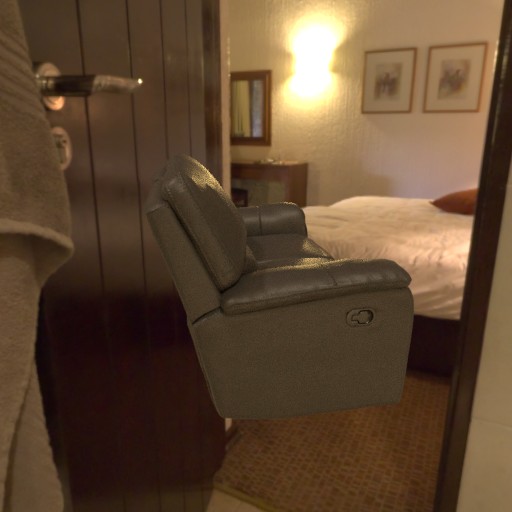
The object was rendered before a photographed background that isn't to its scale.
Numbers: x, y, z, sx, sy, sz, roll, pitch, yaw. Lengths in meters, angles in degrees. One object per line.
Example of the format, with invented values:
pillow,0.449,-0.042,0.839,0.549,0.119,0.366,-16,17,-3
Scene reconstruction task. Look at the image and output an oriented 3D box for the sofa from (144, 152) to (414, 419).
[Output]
sofa,0.000,0.000,2.497,1.104,1.111,1.765,-3,16,-10
